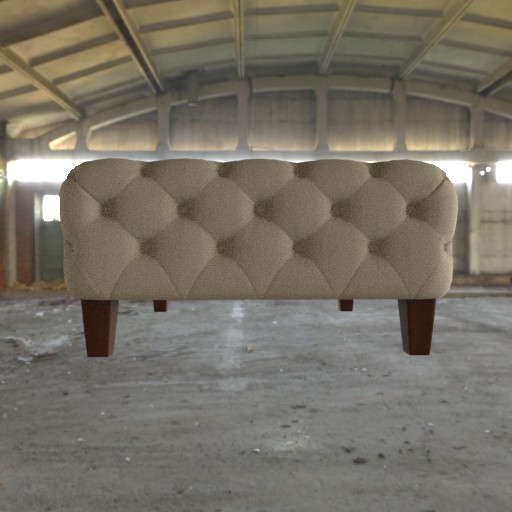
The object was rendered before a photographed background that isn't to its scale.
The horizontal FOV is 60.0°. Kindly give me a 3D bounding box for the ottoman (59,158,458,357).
[{"bbox_3d":[0.000,0.000,1.171,0.753,0.376,0.755,0,1,-1],"label":"ottoman"}]
